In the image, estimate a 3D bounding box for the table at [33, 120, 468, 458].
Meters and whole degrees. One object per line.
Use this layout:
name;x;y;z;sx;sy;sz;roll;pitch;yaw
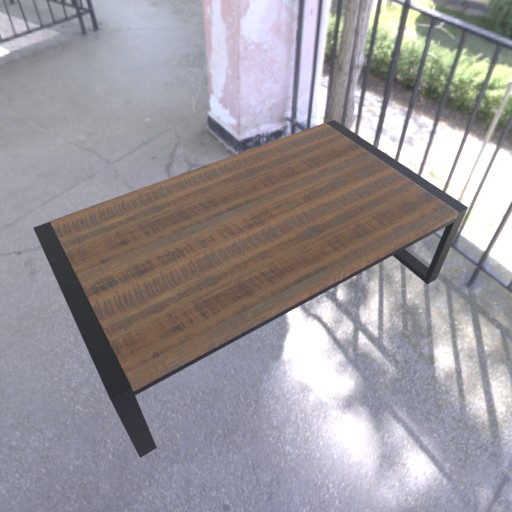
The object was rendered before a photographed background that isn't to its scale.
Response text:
table;0.000;0.000;1.712;1.350;0.400;0.750;-25;51;-22
